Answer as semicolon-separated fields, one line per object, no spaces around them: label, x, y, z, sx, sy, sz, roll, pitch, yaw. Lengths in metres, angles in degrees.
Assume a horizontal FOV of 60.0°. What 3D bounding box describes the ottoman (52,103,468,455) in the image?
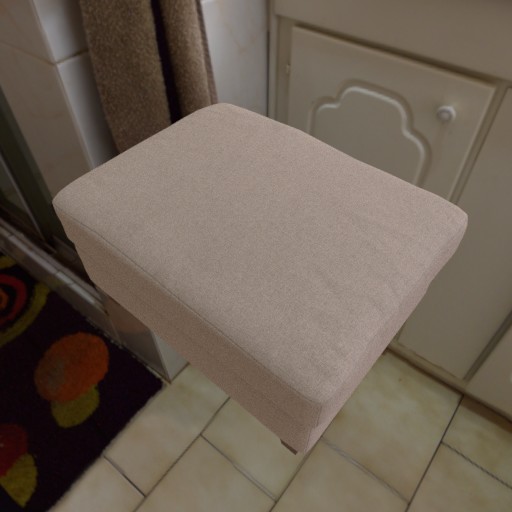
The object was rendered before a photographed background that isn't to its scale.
ottoman;0.000;0.000;1.300;0.902;0.511;0.692;32;56;26
